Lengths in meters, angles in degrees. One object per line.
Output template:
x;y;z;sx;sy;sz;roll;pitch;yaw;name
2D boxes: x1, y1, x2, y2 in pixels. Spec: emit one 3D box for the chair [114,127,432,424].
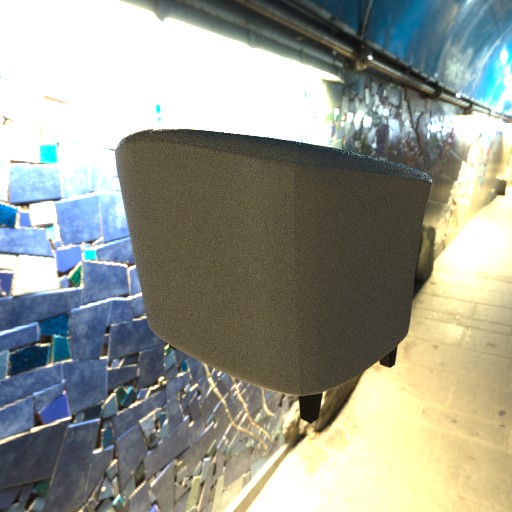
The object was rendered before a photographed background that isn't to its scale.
0.000;0.000;1.382;0.792;0.756;0.727;14;20;43;chair
